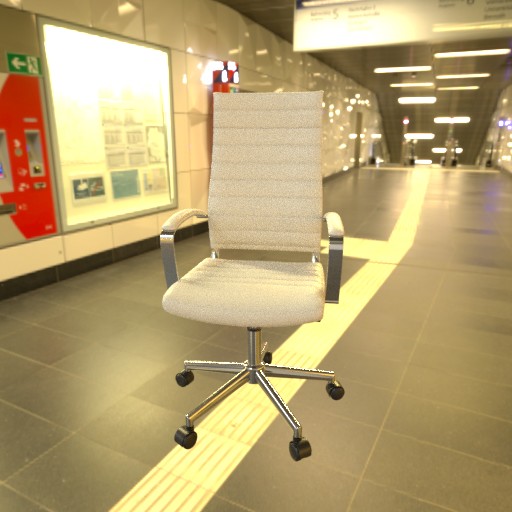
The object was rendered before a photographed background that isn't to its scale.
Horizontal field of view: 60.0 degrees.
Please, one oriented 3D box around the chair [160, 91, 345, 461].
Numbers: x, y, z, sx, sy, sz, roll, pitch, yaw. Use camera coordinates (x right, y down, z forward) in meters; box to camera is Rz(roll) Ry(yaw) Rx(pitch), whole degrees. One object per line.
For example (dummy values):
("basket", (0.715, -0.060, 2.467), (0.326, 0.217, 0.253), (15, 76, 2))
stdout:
("chair", (0.000, 0.000, 1.573), (0.679, 1.149, 0.679), (2, 16, 8))
